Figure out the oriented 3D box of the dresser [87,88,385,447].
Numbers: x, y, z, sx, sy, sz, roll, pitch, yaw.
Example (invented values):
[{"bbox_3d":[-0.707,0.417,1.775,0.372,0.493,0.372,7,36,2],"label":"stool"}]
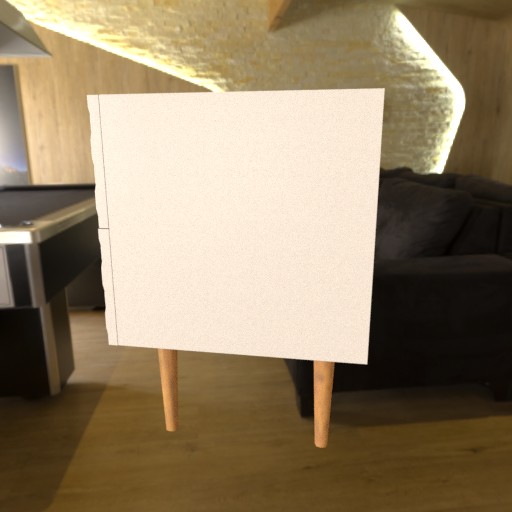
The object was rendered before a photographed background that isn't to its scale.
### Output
[{"bbox_3d":[0.000,0.000,0.897,0.414,0.568,0.503,2,14,9],"label":"dresser"}]
